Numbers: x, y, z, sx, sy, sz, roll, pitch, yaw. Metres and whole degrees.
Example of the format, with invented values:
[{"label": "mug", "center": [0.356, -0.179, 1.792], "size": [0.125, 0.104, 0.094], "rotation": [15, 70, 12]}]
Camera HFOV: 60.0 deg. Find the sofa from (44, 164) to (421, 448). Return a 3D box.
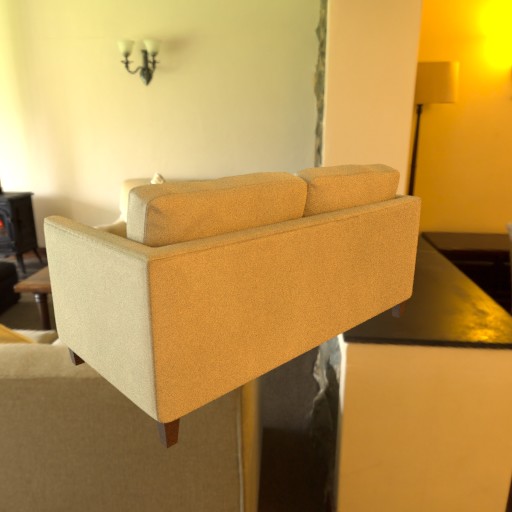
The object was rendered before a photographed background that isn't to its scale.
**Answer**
[{"label": "sofa", "center": [0.000, 0.000, 2.367], "size": [1.846, 0.940, 0.950], "rotation": [-15, 22, -42]}]
